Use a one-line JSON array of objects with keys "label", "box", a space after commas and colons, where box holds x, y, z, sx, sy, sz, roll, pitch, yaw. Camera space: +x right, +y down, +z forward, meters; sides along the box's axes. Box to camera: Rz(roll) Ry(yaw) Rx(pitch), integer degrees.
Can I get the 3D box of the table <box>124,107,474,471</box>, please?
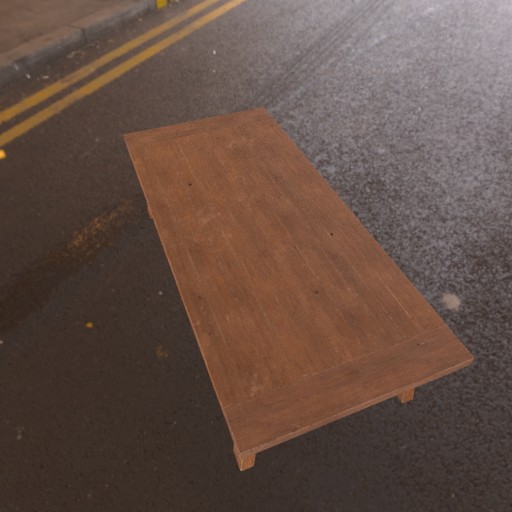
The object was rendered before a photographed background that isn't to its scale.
[{"label": "table", "box": [0.000, 0.000, 2.088, 0.820, 0.465, 1.800, -16, 49, -15]}]
